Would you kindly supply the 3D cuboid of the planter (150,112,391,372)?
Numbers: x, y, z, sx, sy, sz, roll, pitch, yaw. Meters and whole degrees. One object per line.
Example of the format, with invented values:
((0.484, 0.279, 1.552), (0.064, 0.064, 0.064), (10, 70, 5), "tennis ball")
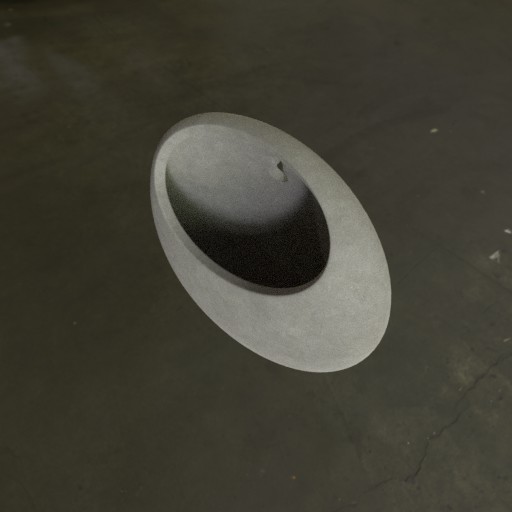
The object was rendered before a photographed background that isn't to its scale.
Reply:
((0.000, 0.000, 0.288), (0.185, 0.188, 0.071), (30, 53, 26), "planter")
